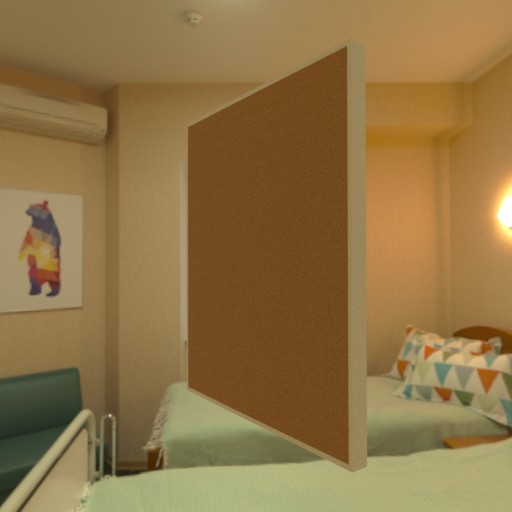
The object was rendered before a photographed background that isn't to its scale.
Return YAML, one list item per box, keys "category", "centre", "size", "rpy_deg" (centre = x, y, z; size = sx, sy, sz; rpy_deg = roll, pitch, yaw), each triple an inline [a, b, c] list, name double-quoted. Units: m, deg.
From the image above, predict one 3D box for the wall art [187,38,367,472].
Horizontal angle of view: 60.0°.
- category: "wall art"
  centre: [0.000, 0.000, 0.746]
  size: [0.030, 0.549, 0.443]
  rpy_deg: [0, -1, -37]
